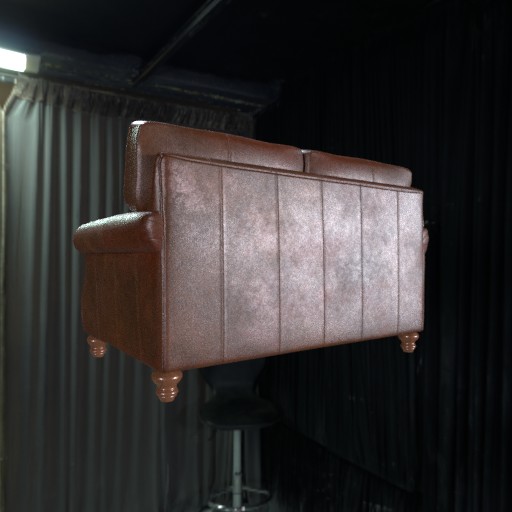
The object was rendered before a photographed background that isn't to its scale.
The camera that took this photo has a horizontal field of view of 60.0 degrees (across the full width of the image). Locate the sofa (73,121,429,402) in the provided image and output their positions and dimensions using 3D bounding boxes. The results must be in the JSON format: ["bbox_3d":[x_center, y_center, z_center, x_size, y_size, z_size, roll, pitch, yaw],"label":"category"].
[{"bbox_3d":[0.000,0.000,2.234,1.616,0.976,0.990,0,0,-35],"label":"sofa"}]
